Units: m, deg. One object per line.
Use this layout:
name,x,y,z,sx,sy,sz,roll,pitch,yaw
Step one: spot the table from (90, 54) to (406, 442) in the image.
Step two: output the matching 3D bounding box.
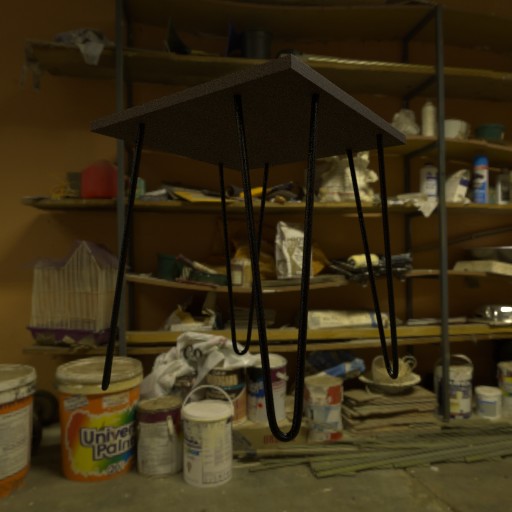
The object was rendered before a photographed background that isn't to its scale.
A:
table,0.000,0.000,0.969,0.495,0.559,0.495,-1,-2,37
